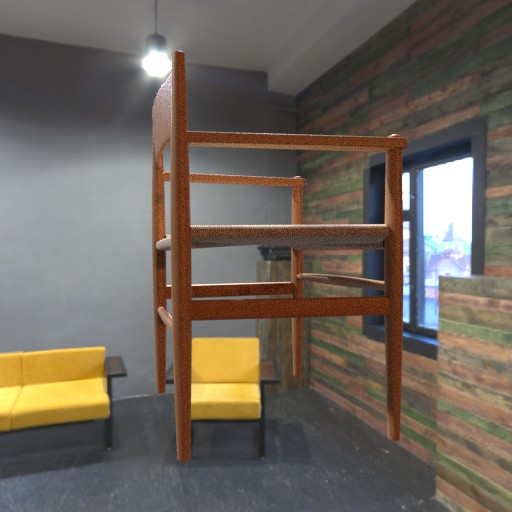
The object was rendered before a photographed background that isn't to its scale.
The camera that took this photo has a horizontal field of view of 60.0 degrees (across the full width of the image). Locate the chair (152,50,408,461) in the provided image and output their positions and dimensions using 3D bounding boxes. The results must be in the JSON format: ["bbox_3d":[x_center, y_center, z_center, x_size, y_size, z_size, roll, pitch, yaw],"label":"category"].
[{"bbox_3d":[0.000,0.000,1.099,0.495,0.762,0.556,0,0,-18],"label":"chair"}]
